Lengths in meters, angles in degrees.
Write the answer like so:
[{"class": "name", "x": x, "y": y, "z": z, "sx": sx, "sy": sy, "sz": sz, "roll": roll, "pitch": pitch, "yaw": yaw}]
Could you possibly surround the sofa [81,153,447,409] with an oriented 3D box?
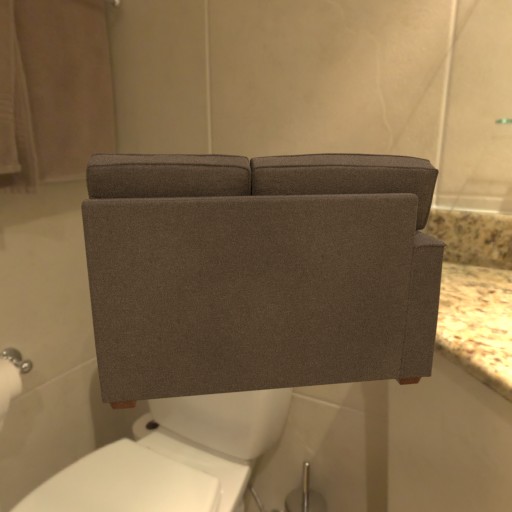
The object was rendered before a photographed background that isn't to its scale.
[{"class": "sofa", "x": 0.000, "y": 0.000, "z": 2.133, "sx": 1.388, "sy": 0.989, "sz": 0.991, "roll": -2, "pitch": 15, "yaw": -8}]
